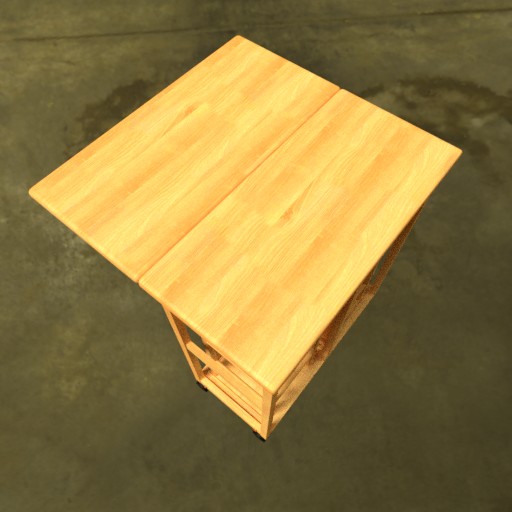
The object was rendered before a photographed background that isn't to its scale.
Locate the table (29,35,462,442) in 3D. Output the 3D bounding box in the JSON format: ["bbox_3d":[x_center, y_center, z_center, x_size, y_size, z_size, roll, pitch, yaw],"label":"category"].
[{"bbox_3d":[0.000,0.000,1.371,0.693,0.832,0.752,35,66,18],"label":"table"}]
